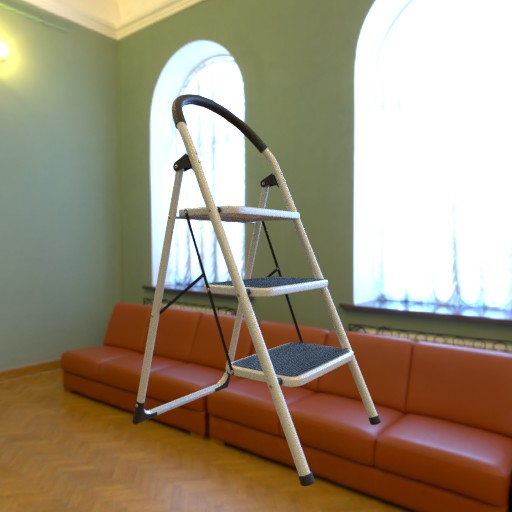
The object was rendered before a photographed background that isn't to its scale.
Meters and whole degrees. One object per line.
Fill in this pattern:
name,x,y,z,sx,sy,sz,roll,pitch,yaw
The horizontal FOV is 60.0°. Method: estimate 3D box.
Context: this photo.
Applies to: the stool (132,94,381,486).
stool,0.000,0.000,1.444,0.676,1.109,0.485,1,2,36
